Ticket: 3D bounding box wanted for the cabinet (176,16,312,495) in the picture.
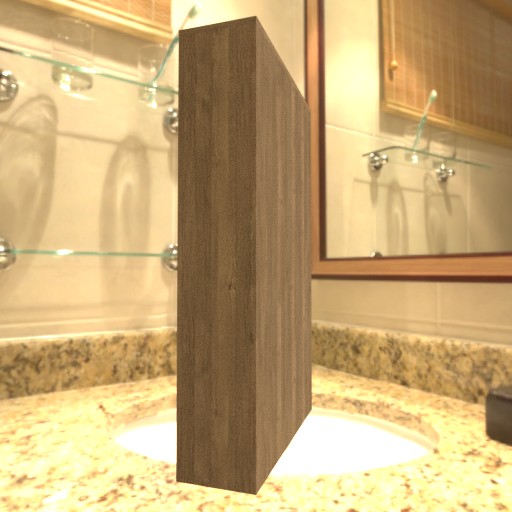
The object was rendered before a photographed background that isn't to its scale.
[{"bbox_3d":[0.000,0.000,1.577,0.250,1.280,0.750,-1,-2,18],"label":"cabinet"}]
